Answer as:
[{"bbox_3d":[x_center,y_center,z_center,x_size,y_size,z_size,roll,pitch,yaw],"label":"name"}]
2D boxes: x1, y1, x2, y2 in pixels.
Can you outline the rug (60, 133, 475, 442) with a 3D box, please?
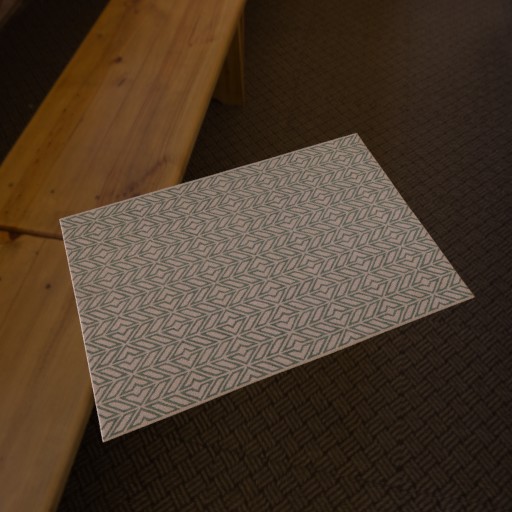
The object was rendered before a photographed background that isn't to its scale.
[{"bbox_3d":[0.000,0.000,2.298,1.828,0.007,1.220,-18,60,-11],"label":"rug"}]
